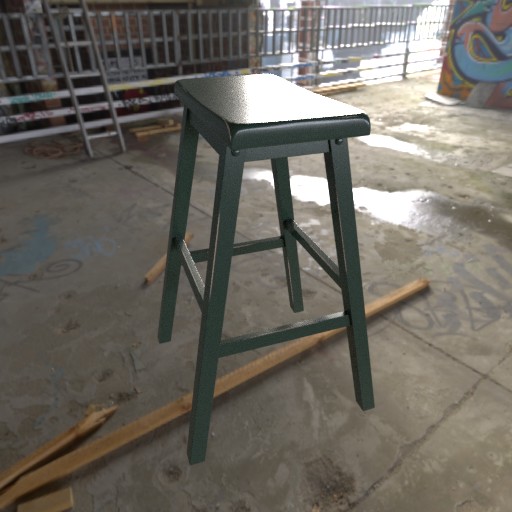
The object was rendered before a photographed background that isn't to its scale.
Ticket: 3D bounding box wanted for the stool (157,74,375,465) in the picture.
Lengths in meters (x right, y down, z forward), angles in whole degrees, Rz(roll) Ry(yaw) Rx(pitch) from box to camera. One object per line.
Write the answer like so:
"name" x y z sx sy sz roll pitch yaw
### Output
"stool" 0.000 0.000 1.052 0.476 0.737 0.457 -10 32 -17
